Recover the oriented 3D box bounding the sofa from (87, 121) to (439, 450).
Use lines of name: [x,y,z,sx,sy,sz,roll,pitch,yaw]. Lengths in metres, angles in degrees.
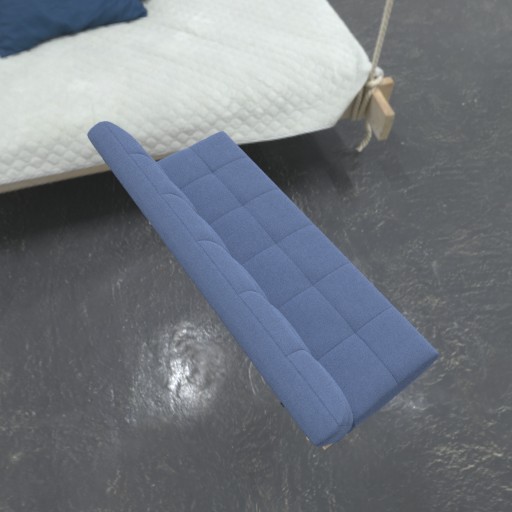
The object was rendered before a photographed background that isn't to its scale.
sofa: [0.000,0.000,2.220,0.796,0.800,1.800,-31,63,-18]
